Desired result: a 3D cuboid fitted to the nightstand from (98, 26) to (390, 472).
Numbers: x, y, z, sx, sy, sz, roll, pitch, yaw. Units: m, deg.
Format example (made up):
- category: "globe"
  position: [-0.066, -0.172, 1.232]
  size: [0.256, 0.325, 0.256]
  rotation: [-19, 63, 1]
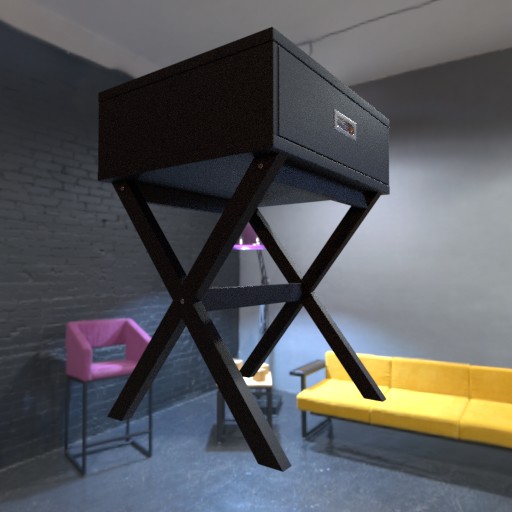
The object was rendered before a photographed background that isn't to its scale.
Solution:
- category: "nightstand"
  position: [0.000, 0.000, 0.919]
  size: [0.402, 0.623, 0.479]
  rotation: [-1, -2, 36]
